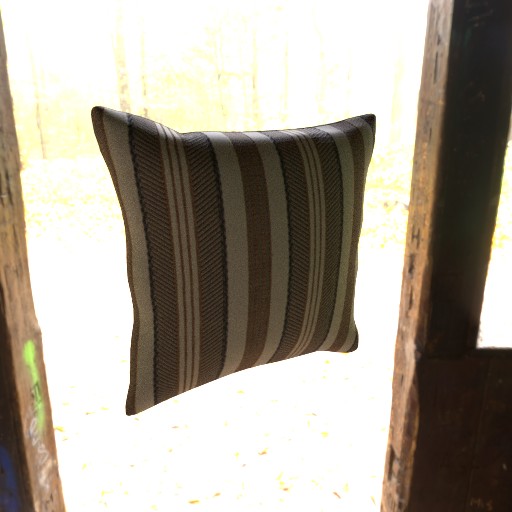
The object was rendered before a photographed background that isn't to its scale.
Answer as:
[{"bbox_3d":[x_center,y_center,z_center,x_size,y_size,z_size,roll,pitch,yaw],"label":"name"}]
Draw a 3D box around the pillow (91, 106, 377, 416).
[{"bbox_3d":[0.000,0.000,0.638,0.416,0.401,0.173,-8,18,-27],"label":"pillow"}]
